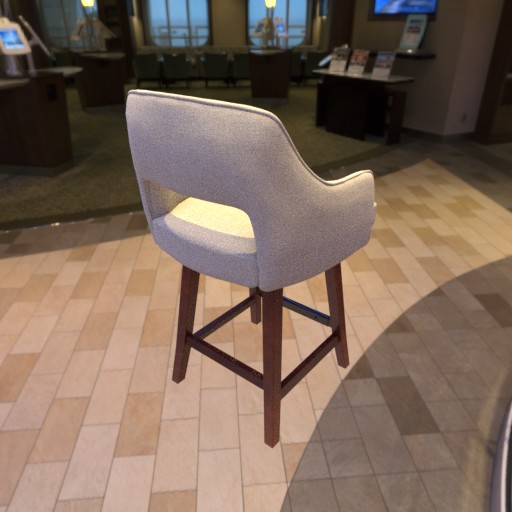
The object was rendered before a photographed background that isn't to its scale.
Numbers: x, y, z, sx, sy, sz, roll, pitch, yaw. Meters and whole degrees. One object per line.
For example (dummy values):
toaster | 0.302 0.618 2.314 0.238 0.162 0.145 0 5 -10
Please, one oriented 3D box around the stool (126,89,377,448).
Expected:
stool | 0.000 0.000 1.268 0.550 0.936 0.560 21 35 34
